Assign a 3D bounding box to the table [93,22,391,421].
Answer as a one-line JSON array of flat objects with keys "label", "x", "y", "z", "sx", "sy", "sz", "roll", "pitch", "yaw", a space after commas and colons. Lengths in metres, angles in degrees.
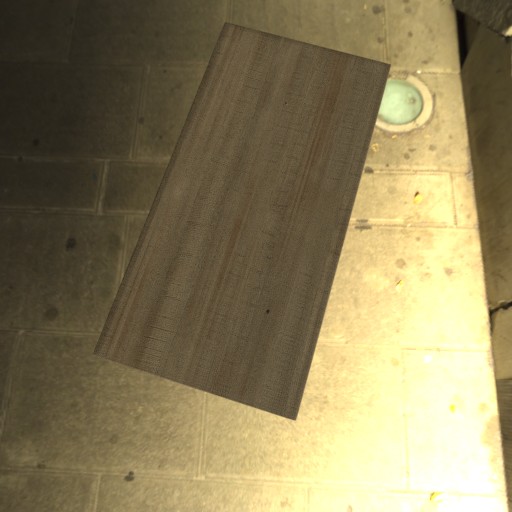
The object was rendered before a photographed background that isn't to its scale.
[{"label": "table", "x": 0.000, "y": 0.000, "z": 1.028, "sx": 0.300, "sy": 0.701, "sz": 0.599, "roll": 17, "pitch": 75, "yaw": 5}]
